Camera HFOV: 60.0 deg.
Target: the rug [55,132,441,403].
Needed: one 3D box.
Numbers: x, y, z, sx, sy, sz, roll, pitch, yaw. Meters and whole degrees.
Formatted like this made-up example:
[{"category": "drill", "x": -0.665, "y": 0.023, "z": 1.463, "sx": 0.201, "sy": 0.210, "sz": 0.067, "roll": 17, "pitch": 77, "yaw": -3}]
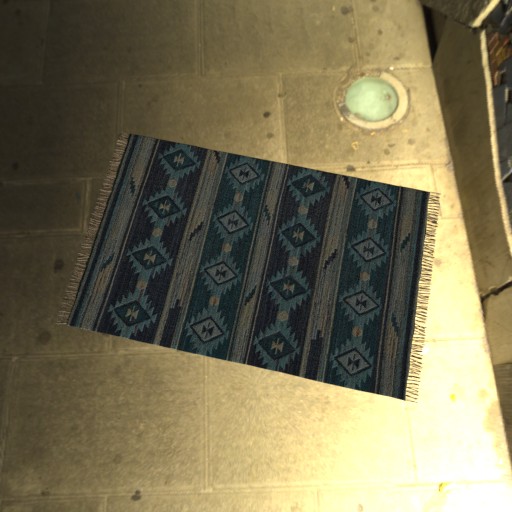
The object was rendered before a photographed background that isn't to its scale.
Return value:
[{"category": "rug", "x": 0.000, "y": 0.000, "z": 2.447, "sx": 1.936, "sy": 0.028, "sz": 1.181, "roll": 12, "pitch": 74, "yaw": 3}]
